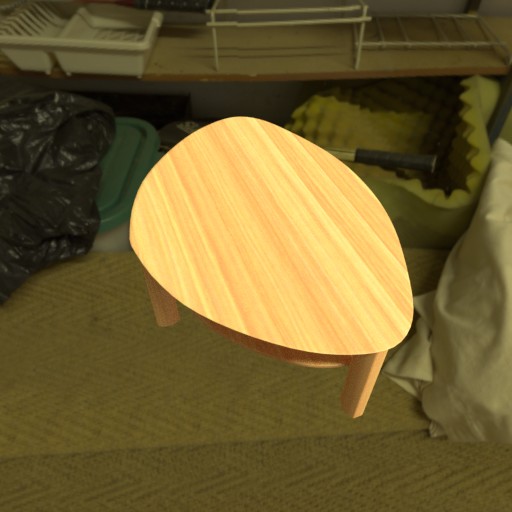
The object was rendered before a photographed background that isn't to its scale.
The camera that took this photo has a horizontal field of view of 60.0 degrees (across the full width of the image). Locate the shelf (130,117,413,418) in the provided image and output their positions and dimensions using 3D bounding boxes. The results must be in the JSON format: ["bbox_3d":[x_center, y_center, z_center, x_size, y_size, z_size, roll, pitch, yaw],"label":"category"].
[{"bbox_3d":[0.000,0.000,1.654,0.845,0.440,1.246,-16,48,-14],"label":"shelf"}]
